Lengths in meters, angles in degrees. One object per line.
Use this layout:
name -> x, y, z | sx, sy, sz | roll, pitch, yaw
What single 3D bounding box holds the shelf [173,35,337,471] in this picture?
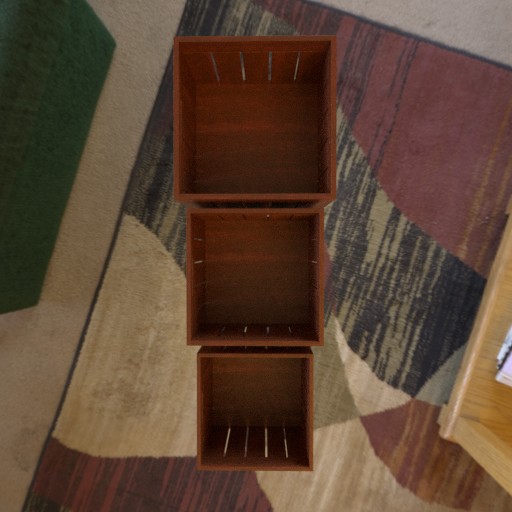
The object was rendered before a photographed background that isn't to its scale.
shelf -> 0.000, 0.000, 1.229 | 0.393, 0.311, 1.064 | 0, 91, 1
